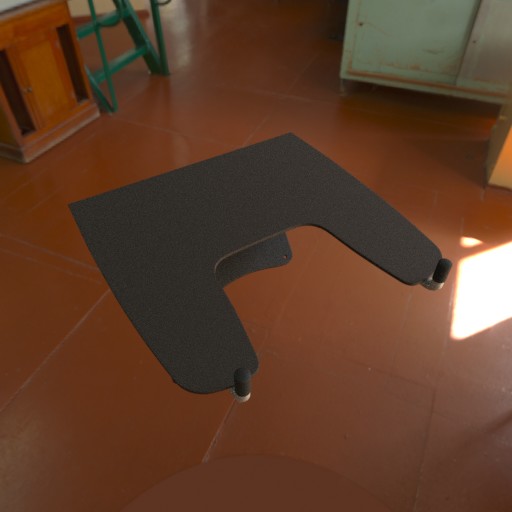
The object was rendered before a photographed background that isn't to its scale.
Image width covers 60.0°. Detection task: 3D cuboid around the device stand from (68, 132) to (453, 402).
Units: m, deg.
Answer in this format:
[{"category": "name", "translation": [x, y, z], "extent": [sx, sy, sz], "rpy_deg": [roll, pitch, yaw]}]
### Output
[{"category": "device stand", "translation": [0.000, 0.000, 0.360], "extent": [0.230, 0.092, 0.230], "rpy_deg": [-24, 49, -22]}]
